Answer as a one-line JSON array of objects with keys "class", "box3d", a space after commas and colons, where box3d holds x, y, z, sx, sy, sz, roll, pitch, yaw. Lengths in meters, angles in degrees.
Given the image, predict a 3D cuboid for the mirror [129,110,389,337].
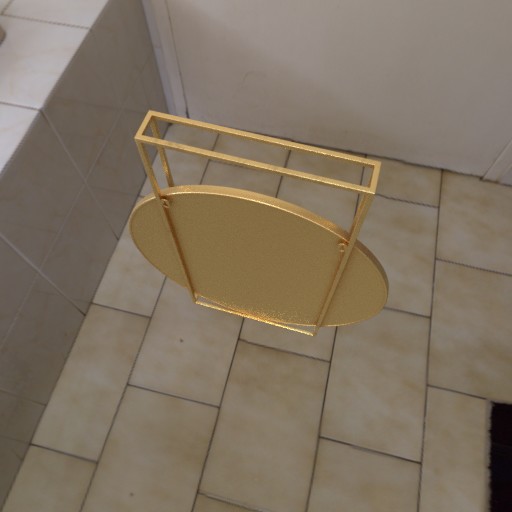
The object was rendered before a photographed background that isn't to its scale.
[{"class": "mirror", "box3d": [0.000, 0.000, 0.836, 0.508, 0.603, 0.051, 15, 64, 7]}]
